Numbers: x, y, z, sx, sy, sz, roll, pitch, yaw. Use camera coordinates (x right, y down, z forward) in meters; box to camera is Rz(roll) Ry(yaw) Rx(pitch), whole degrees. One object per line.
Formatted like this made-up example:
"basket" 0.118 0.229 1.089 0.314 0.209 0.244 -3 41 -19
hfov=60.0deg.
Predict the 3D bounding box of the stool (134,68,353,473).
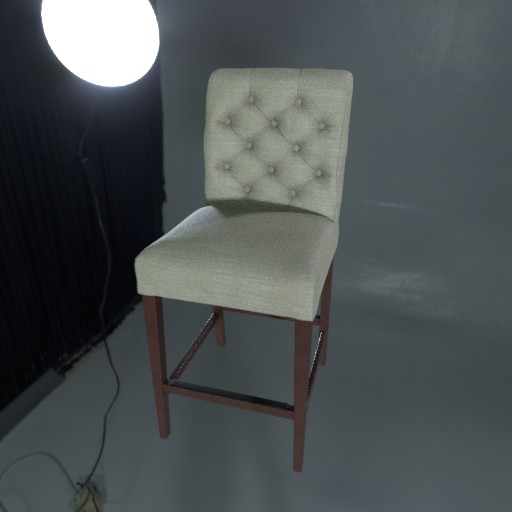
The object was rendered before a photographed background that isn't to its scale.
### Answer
"stool" 0.000 0.000 1.417 0.486 1.084 0.660 7 26 15
